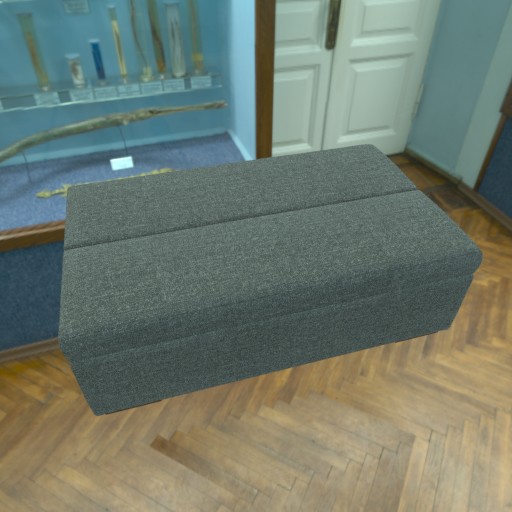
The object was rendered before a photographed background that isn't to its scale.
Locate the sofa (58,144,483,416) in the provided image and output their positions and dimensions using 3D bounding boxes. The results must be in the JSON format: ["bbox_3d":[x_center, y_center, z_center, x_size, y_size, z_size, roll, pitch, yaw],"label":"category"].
[{"bbox_3d":[0.000,0.000,1.581,1.198,0.417,0.782,-11,42,-12],"label":"sofa"}]
